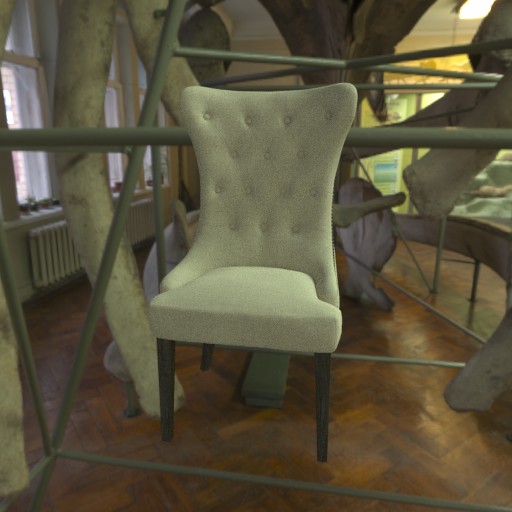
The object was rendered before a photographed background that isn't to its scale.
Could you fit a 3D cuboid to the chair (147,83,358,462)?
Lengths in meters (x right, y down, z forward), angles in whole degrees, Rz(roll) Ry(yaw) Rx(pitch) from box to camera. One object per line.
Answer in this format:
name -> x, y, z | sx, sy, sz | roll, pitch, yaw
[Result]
chair -> 0.000, 0.000, 1.412 | 0.584, 1.065, 0.590 | 3, 15, 10
